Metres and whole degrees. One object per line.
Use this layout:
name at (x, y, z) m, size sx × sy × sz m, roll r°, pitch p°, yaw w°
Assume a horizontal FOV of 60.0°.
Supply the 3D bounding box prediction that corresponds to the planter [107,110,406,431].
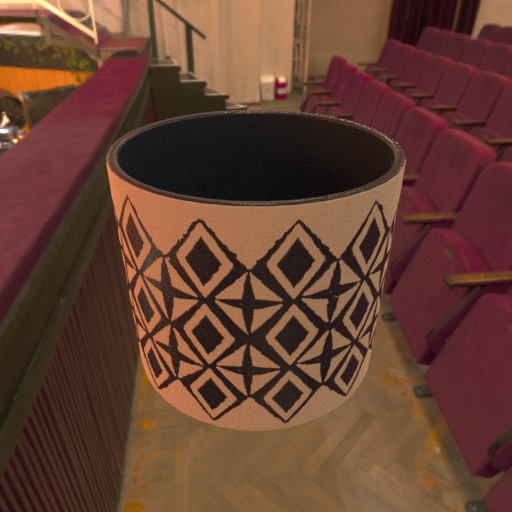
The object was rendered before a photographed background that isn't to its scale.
planter at (0.000, 0.000, 0.280) m, size 0.159 × 0.144 × 0.159 m, roll 0°, pitch 31°, yaw 0°
